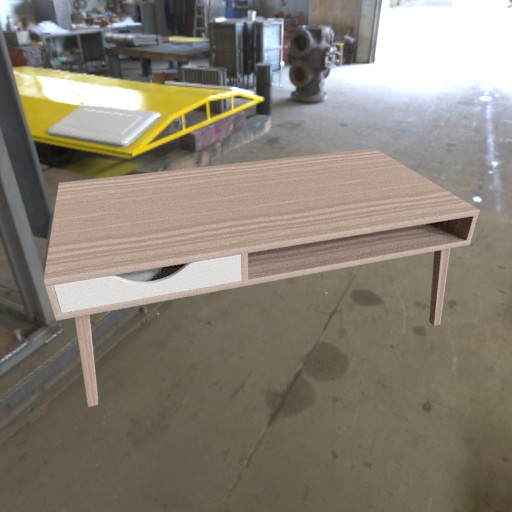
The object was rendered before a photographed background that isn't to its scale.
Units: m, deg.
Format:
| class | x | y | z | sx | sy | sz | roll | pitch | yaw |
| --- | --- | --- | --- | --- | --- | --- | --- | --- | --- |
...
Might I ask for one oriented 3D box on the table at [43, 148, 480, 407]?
| class | x | y | z | sx | sy | sz | roll | pitch | yaw |
| --- | --- | --- | --- | --- | --- | --- | --- | --- | --- |
| table | 0.000 | 0.000 | 1.517 | 1.200 | 0.450 | 0.600 | -9 | 33 | -15 |
